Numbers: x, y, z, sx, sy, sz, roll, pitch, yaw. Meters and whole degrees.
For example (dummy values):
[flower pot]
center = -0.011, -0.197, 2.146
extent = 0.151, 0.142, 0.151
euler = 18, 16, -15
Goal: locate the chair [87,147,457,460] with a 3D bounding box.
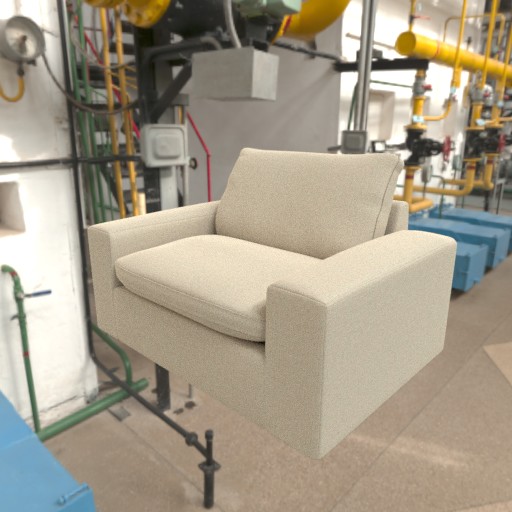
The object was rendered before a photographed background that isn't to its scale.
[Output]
[chair]
center = 0.000, 0.000, 2.020
extent = 1.398, 0.915, 1.039
euler = 15, 22, 41
